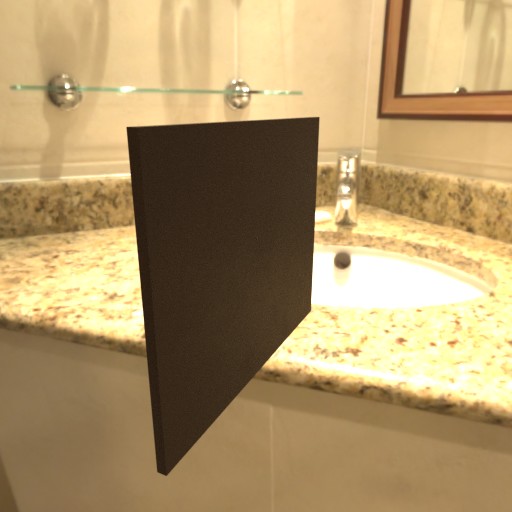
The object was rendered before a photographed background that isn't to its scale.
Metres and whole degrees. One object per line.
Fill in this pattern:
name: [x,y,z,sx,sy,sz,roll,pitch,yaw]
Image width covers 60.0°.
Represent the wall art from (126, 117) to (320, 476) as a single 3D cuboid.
wall art: [0.000,0.000,1.626,0.034,0.952,1.207,9,21,25]
